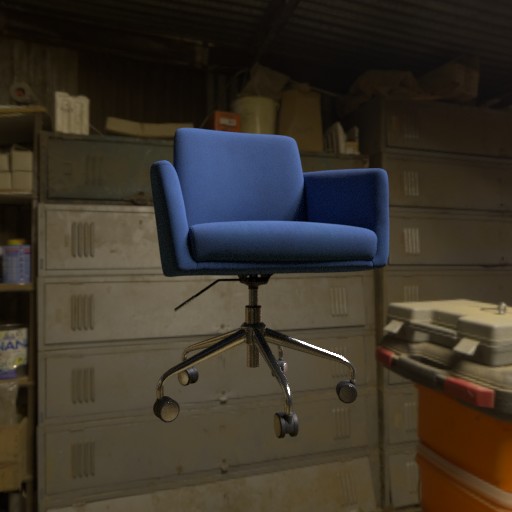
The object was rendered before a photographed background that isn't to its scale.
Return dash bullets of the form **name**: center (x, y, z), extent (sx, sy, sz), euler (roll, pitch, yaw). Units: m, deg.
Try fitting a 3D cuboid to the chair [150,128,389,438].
- **chair**: center (0.000, 0.000, 1.365), extent (0.641, 0.908, 0.635), euler (0, 0, -17)
